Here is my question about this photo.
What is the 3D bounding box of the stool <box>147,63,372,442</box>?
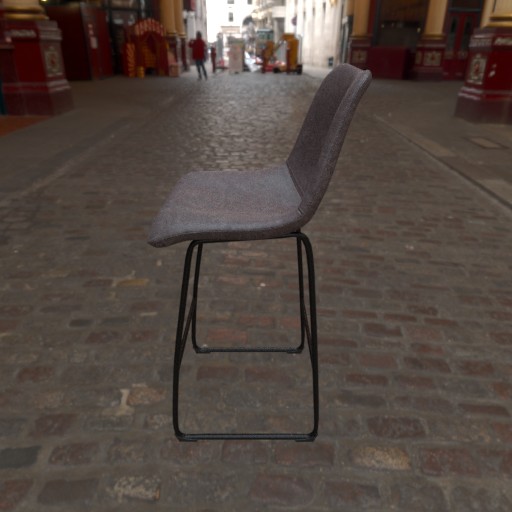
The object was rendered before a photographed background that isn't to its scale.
[{"bbox_3d":[0.000,0.000,1.371,0.561,1.082,0.514,0,26,0],"label":"stool"}]
